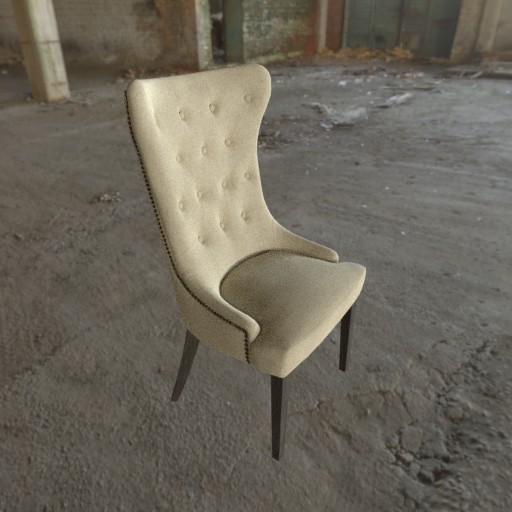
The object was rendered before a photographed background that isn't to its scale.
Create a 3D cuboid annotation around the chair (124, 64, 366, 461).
[{"bbox_3d":[0.000,0.000,1.405,0.590,1.065,0.584,19,34,30],"label":"chair"}]
